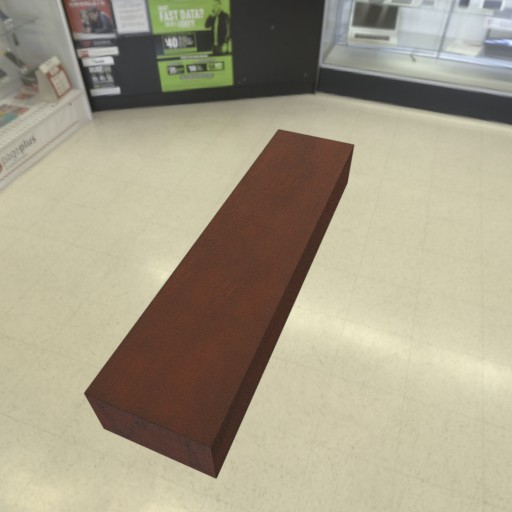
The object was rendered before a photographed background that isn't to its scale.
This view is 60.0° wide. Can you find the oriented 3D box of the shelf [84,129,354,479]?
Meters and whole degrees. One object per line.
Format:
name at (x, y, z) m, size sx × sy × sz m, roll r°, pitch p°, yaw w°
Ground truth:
shelf at (0.000, 0.000, 0.685) m, size 0.152 × 0.088 × 0.607 m, roll 16°, pitch 47°, yaw 15°
